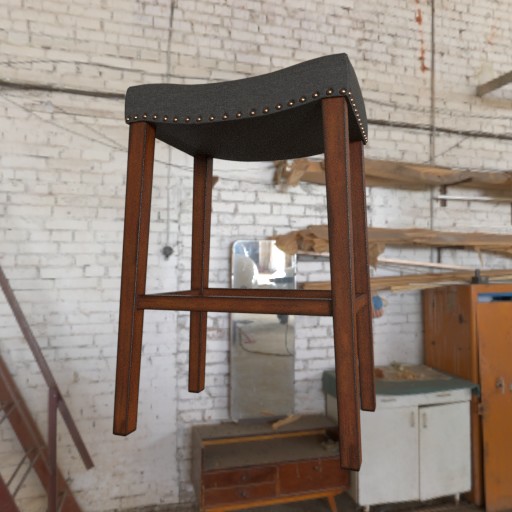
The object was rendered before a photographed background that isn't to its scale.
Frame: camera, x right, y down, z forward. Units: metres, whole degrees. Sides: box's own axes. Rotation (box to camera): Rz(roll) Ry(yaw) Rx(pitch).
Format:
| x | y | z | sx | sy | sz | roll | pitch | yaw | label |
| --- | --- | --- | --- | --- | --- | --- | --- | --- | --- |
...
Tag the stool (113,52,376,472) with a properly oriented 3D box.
| x | y | z | sx | sy | sz | roll | pitch | yaw | label |
| --- | --- | --- | --- | --- | --- | --- | --- | --- | --- |
| 0.000 | 0.000 | 1.016 | 0.502 | 0.748 | 0.366 | 0 | -1 | 19 | stool |
